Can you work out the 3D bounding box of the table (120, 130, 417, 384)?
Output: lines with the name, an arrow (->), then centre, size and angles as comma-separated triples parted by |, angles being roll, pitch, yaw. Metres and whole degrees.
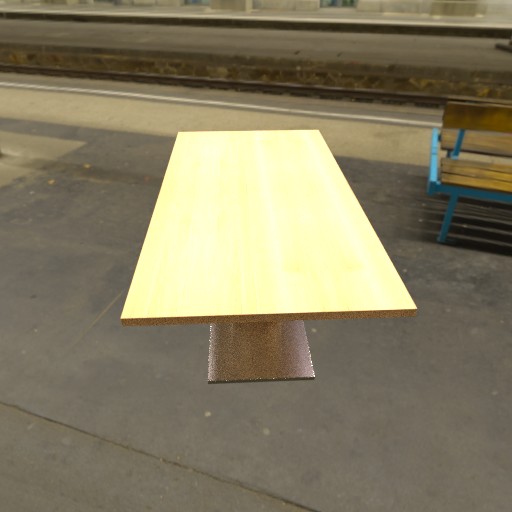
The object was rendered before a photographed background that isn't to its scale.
table -> 0.000, 0.000, 2.298 | 0.900, 0.750, 1.800 | -2, 33, -2
